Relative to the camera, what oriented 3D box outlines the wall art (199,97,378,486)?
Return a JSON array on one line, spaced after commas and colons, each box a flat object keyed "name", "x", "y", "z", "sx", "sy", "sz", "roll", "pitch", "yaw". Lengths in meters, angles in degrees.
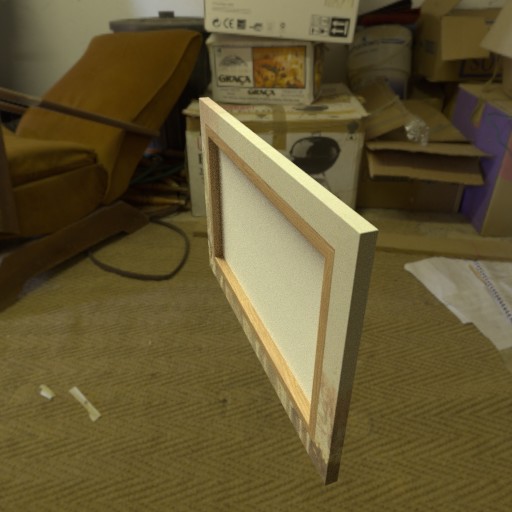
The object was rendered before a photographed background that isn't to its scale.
[{"name": "wall art", "x": 0.000, "y": 0.000, "z": 1.430, "sx": 0.041, "sy": 0.758, "sz": 1.142, "roll": -11, "pitch": 33, "yaw": -17}]
